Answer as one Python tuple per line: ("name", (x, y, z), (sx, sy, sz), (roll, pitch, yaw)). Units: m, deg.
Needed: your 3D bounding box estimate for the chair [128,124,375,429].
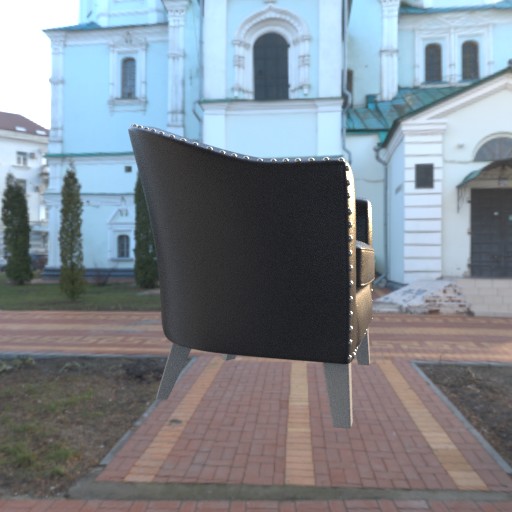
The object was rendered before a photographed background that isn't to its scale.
("chair", (0.000, 0.000, 1.464), (0.748, 0.823, 0.794), (0, 0, 18))
